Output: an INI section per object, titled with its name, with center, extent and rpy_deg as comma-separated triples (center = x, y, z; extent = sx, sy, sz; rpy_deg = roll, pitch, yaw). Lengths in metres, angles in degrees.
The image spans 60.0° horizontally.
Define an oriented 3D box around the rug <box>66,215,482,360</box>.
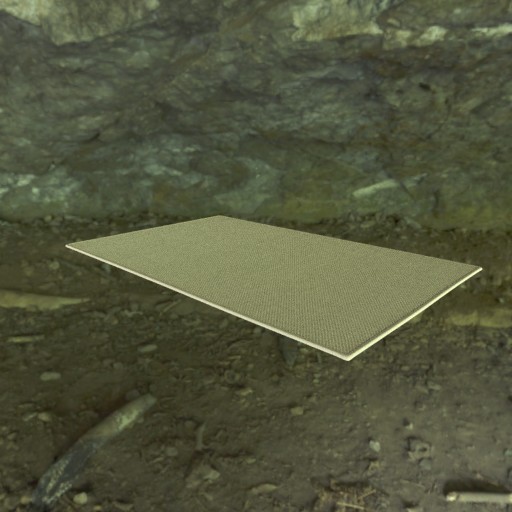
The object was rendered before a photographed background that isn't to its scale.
[rug]
center = 0.000, 0.000, 2.077
extent = 1.676, 0.013, 1.067
rpy_deg = 15, 22, 41
